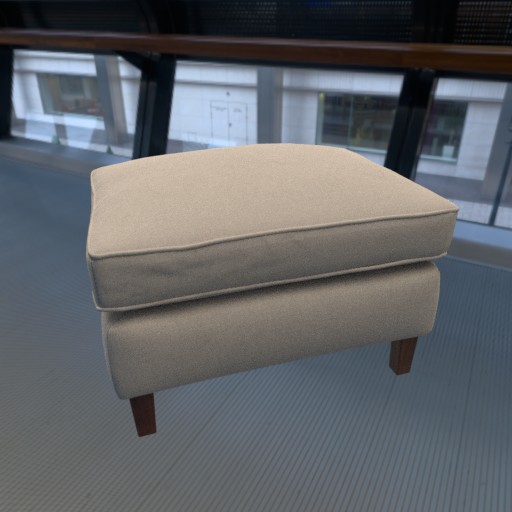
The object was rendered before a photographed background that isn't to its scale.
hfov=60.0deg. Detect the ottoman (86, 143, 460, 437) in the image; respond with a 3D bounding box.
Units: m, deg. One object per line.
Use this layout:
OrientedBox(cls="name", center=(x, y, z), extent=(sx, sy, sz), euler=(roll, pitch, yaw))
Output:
OrientedBox(cls="ottoman", center=(0.000, 0.000, 0.985), extent=(0.665, 0.456, 0.501), euler=(-8, 28, -15))
